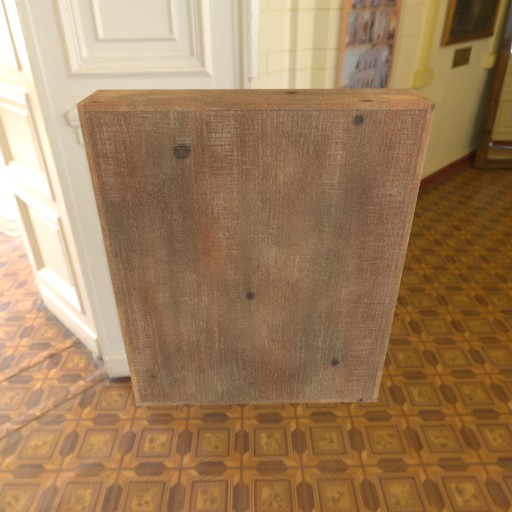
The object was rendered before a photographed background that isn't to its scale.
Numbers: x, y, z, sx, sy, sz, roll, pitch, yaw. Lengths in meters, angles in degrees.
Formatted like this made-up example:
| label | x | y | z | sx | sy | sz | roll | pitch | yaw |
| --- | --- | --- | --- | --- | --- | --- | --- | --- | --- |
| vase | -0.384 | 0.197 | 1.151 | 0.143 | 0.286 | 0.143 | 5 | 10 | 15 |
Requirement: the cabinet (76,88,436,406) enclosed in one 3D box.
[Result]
| label | x | y | z | sx | sy | sz | roll | pitch | yaw |
| --- | --- | --- | --- | --- | --- | --- | --- | --- | --- |
| cabinet | 0.000 | 0.000 | 0.830 | 0.489 | 0.590 | 0.184 | -1 | 31 | -1 |
